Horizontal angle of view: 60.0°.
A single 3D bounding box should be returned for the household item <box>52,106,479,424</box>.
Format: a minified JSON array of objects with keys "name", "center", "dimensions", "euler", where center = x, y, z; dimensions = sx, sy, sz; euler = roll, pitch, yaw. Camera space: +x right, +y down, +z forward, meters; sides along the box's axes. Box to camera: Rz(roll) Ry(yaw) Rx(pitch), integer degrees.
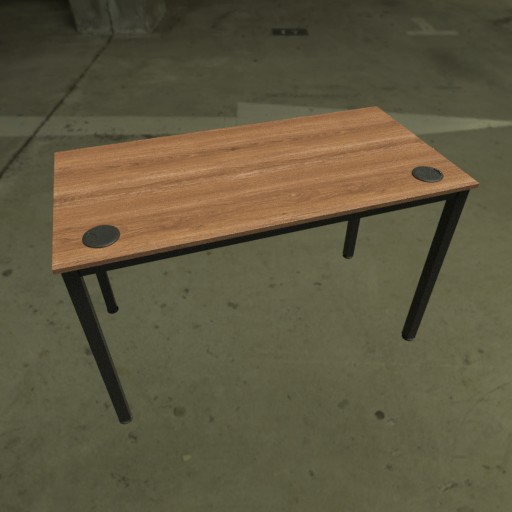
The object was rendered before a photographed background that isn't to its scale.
[{"name":"household item","center":[0.000,0.000,1.631],"dimensions":[1.200,0.750,0.600],"euler":[-12,43,-14]}]
